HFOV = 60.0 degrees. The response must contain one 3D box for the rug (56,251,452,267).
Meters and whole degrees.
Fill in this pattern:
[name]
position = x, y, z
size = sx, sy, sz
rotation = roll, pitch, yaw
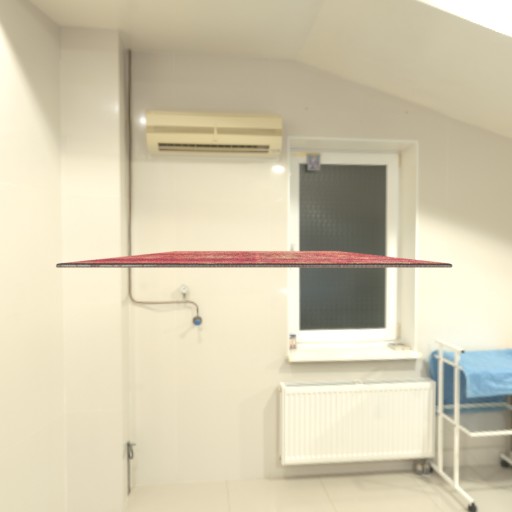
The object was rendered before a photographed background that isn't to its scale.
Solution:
[rug]
position = 0.000, 0.000, 2.935
size = 1.539, 0.018, 2.449
rotation = 0, 2, 0
